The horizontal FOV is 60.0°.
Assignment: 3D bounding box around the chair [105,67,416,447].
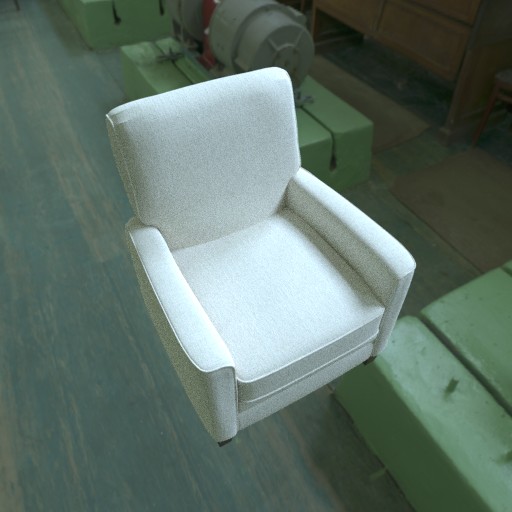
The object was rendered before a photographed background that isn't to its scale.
[{"bbox_3d":[0.000,0.000,1.650,0.841,1.028,0.858,-23,51,-20],"label":"chair"}]
